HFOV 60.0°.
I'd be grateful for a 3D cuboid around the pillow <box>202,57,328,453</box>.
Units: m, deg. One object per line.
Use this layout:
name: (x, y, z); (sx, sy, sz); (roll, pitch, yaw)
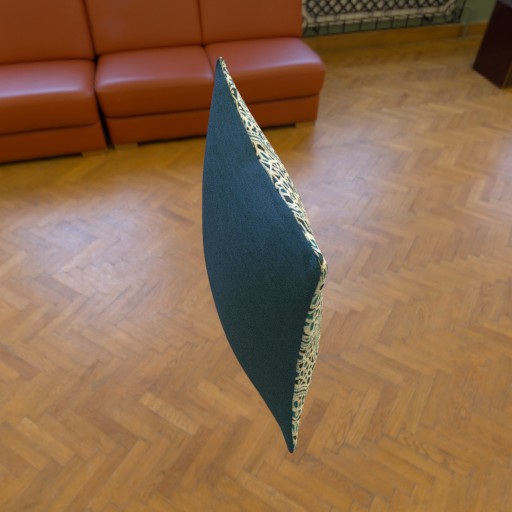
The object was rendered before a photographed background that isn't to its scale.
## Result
pillow: (0.000, 0.000, 0.664); (0.145, 0.420, 0.440); (-11, 47, -10)
